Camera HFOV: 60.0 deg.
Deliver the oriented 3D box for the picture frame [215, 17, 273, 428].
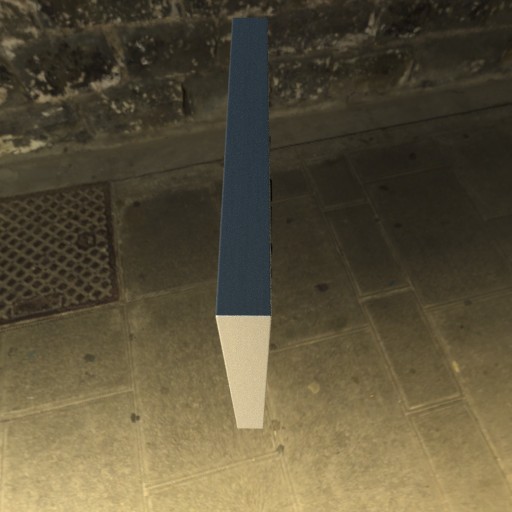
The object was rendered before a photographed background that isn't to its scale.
[{"bbox_3d":[0.000,0.000,0.381,0.036,0.282,0.233,0,59,0],"label":"picture frame"}]
